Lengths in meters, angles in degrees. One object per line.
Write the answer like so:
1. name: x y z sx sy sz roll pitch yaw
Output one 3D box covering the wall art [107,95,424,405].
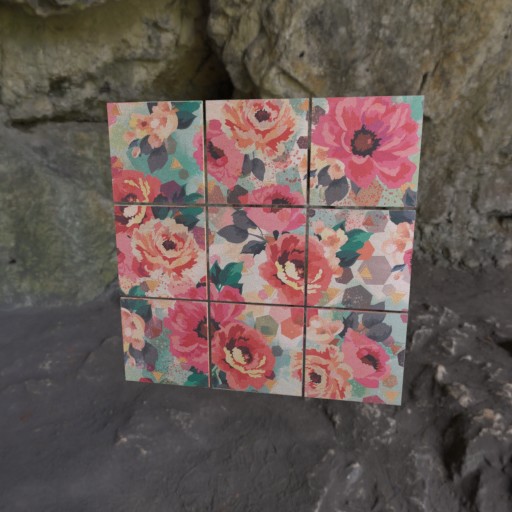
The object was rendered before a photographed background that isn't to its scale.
1. wall art: 0.000 0.000 2.265 1.521 1.519 0.013 2 12 10
